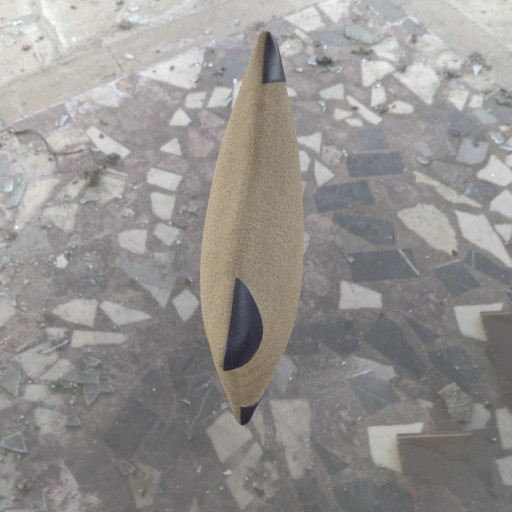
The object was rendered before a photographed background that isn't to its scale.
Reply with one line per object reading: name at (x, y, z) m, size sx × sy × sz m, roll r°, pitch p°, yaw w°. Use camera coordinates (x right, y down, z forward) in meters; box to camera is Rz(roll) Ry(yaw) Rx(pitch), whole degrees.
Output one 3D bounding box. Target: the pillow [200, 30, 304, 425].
pillow at (0.000, 0.000, 0.660) m, size 0.147 × 0.441 × 0.440 m, roll 4°, pitch 63°, yaw 2°
